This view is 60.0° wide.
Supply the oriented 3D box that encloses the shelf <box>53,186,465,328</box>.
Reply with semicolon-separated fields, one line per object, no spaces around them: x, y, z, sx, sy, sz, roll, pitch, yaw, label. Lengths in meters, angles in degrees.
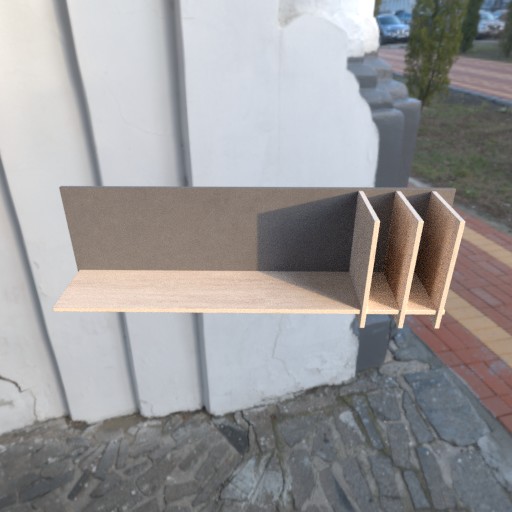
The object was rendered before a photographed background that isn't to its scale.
0.000;0.000;1.134;1.020;0.300;0.200;0;29;1;shelf
